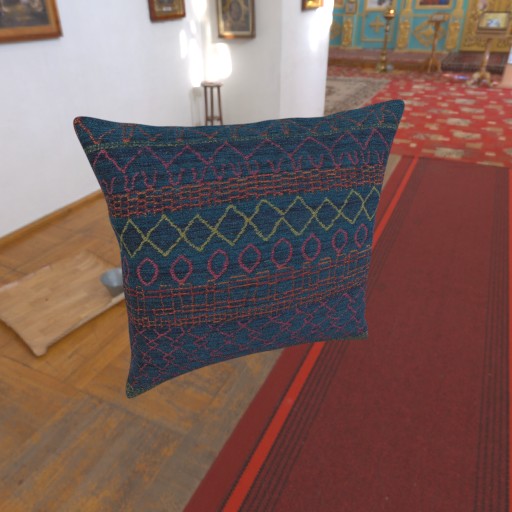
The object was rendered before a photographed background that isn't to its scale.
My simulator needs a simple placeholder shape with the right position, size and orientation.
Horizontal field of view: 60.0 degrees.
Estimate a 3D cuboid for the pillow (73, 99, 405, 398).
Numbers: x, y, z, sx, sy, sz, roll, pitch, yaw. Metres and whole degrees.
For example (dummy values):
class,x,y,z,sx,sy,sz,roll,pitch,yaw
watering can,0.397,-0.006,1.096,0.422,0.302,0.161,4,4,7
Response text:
class,x,y,z,sx,sy,sz,roll,pitch,yaw
pillow,0.000,0.000,0.652,0.431,0.431,0.141,-10,31,-17
